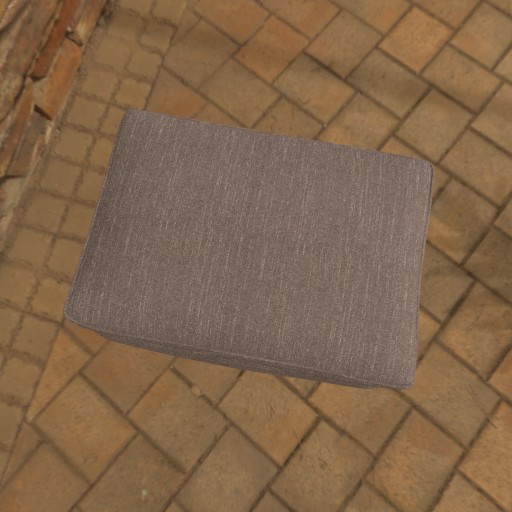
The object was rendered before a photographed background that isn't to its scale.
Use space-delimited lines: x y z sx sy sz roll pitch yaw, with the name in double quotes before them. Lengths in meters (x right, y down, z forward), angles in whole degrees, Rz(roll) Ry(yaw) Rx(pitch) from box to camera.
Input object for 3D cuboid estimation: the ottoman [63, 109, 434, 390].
"ottoman" 0.000 0.000 1.016 0.686 0.406 0.508 11 76 3
